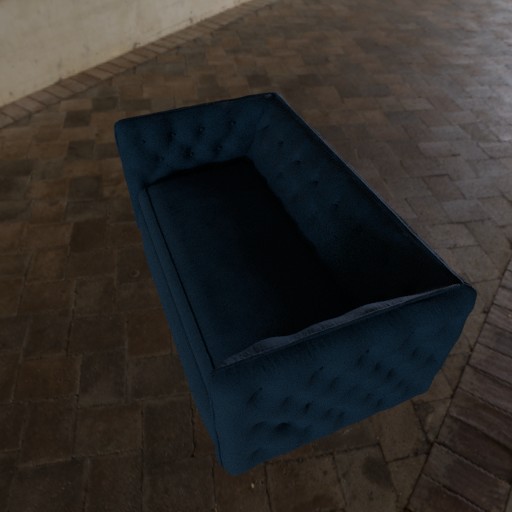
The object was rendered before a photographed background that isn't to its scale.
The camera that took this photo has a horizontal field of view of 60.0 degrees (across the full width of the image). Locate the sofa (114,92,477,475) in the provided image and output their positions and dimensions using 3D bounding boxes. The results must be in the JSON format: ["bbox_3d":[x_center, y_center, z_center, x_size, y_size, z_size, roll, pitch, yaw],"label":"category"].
[{"bbox_3d":[0.000,0.000,2.030,0.909,0.810,1.583,-16,48,-16],"label":"sofa"}]
